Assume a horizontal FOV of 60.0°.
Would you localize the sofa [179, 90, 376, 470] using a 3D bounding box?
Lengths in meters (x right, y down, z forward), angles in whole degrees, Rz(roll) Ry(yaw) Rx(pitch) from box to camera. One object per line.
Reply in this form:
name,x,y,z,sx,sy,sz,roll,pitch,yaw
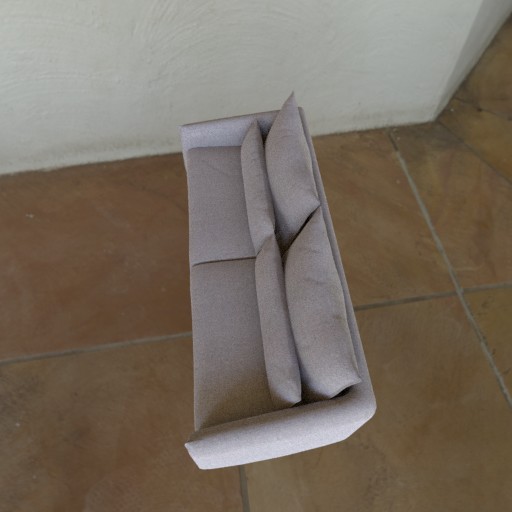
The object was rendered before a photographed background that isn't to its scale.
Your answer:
sofa,0.000,0.000,2.450,0.809,0.833,2.022,-5,58,-3
